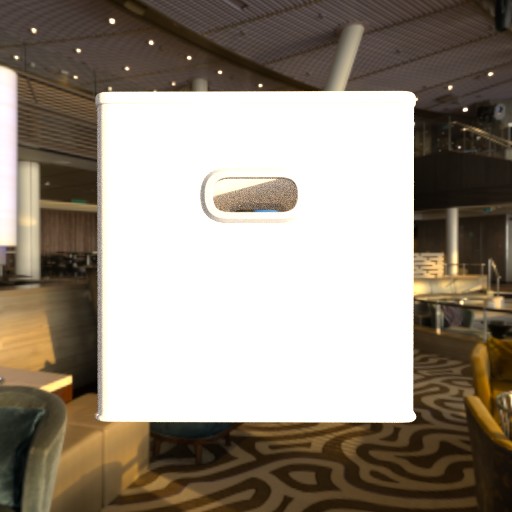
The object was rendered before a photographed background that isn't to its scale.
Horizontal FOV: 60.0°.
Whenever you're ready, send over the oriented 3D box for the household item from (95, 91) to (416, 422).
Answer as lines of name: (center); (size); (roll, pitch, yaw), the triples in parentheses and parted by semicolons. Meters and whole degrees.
household item: (0.000, 0.000, 0.558); (0.305, 0.305, 0.305); (0, 0, 0)
